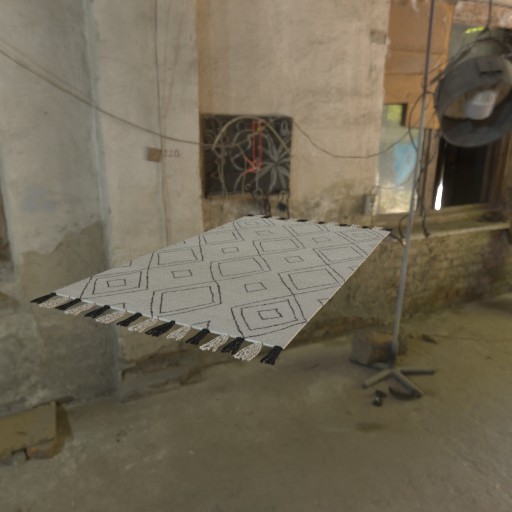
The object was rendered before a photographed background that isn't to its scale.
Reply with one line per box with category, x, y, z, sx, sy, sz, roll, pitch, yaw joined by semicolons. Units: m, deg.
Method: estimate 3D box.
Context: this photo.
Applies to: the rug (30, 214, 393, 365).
rug;0.000;0.000;3.326;1.524;0.021;2.755;8;19;25
